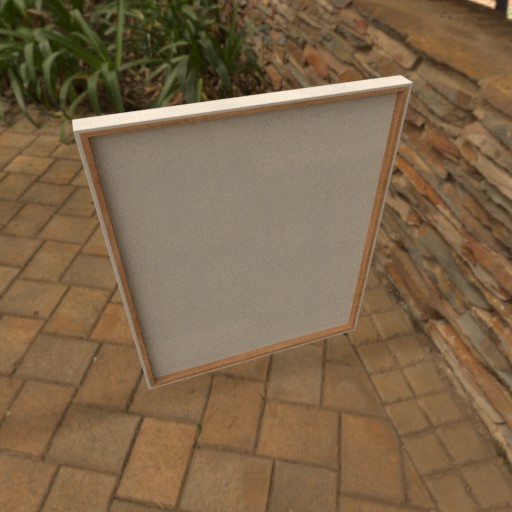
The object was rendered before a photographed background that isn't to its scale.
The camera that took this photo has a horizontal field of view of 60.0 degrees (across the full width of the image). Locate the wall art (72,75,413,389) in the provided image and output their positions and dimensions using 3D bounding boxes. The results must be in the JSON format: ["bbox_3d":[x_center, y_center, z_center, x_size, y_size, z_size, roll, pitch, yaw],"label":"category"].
[{"bbox_3d":[0.000,0.000,0.843,0.508,0.606,0.037,-13,43,-14],"label":"wall art"}]
